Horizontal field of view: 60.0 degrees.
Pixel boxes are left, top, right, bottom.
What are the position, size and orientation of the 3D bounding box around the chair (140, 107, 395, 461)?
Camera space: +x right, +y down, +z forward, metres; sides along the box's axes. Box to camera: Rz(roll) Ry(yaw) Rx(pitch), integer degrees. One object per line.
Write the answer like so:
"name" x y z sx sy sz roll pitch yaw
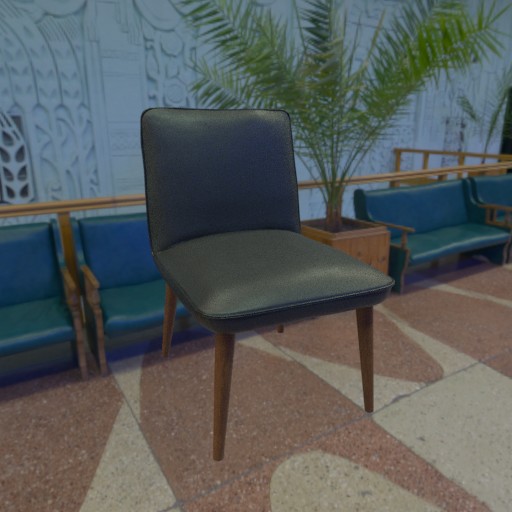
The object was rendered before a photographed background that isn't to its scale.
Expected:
"chair" 0.000 0.000 1.244 0.543 0.801 0.645 -9 19 -27
